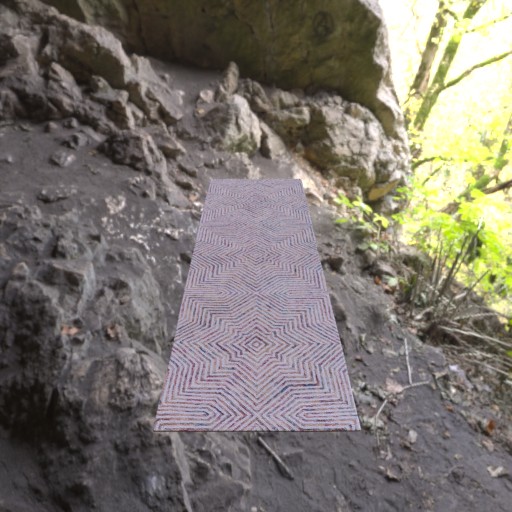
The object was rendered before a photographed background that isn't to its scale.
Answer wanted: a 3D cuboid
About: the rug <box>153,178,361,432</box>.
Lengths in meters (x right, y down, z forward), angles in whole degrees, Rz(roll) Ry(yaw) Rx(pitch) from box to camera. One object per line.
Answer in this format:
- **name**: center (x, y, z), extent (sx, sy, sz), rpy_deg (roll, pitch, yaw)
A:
- **rug**: center (0.000, 0.000, 2.661), extent (0.771, 0.009, 2.443), rpy_deg (0, 32, 0)
